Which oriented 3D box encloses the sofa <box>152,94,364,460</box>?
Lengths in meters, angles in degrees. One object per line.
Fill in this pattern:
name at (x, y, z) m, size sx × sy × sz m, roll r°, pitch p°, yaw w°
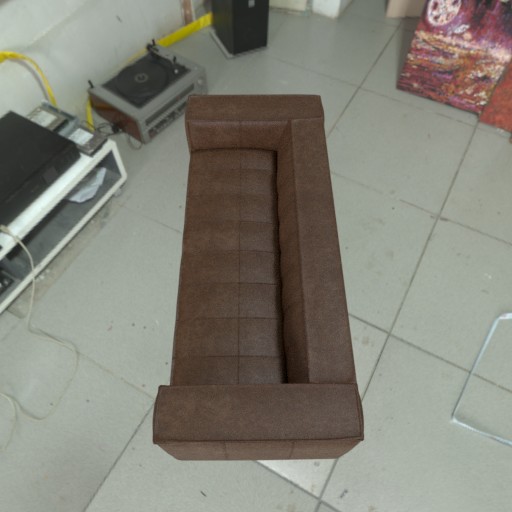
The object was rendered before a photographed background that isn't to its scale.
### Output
sofa at (0.000, 0.000, 3.093) m, size 1.102 × 0.701 × 2.581 m, roll 0°, pitch 59°, yaw 0°
